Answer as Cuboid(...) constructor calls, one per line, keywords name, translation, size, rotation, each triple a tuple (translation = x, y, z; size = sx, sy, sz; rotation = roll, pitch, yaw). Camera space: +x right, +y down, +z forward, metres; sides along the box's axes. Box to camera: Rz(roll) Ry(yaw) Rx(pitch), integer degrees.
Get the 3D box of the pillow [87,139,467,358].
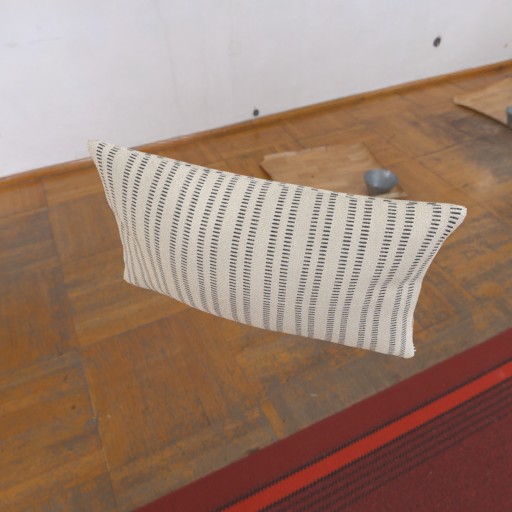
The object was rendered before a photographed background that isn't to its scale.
Cuboid(name="pillow", translation=(0.000, 0.000, 0.811), size=(0.640, 0.353, 0.210), rotation=(13, 44, 14))
